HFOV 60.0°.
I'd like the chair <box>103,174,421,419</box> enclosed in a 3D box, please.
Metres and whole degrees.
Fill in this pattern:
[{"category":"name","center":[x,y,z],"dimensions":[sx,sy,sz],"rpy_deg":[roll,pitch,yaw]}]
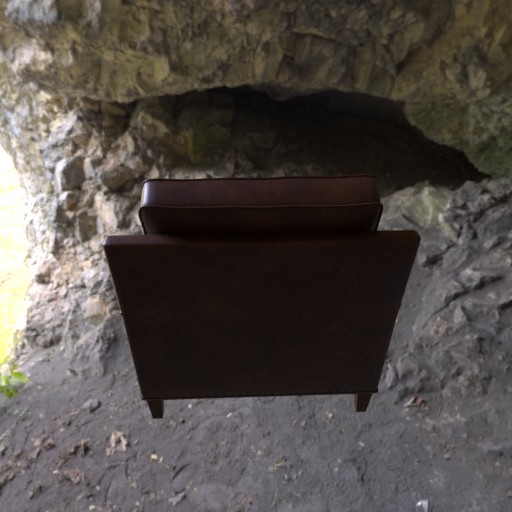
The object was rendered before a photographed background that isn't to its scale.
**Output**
[{"category":"chair","center":[0.000,0.000,1.765],"dimensions":[0.853,0.929,1.014],"rpy_deg":[-1,30,-2]}]
